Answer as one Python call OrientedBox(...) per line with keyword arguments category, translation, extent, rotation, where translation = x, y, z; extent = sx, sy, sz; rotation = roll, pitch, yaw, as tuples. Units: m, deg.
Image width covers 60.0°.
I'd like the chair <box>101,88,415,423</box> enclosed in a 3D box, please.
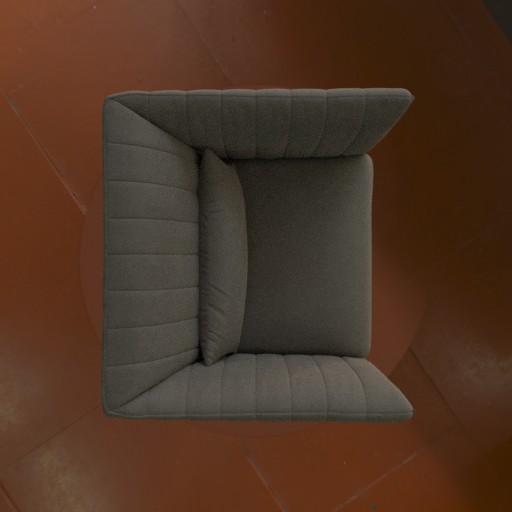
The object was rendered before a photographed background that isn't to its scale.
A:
OrientedBox(category="chair", translation=(0.000, 0.000, 1.582), extent=(0.873, 0.779, 0.981), rotation=(0, 89, 0))
